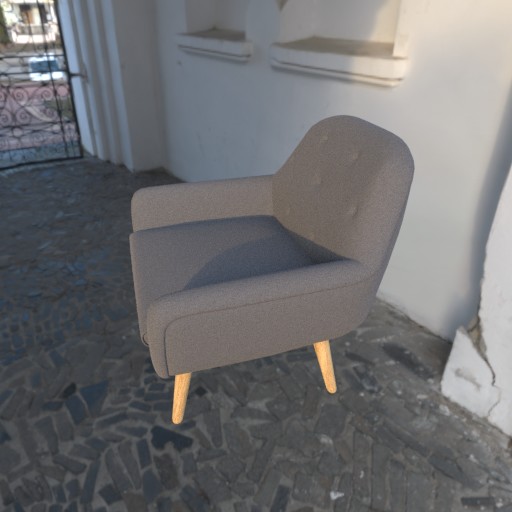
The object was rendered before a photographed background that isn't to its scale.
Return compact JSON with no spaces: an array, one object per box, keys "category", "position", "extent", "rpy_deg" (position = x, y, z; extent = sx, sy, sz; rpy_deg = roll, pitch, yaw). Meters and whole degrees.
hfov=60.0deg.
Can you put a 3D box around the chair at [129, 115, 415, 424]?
[{"category":"chair","position":[0.000,0.000,1.441],"extent":[0.779,0.800,0.770],"rpy_deg":[-8,31,-14]}]
